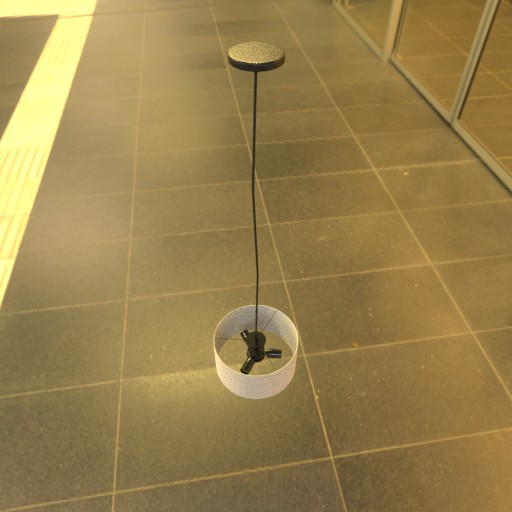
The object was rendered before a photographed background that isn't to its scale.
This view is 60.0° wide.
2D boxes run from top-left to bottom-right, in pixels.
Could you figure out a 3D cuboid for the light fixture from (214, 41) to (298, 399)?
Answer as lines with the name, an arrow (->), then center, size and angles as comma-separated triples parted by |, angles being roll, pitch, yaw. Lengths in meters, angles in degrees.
light fixture -> 0.000, 0.000, 1.697 | 0.399, 1.516, 0.399 | 0, 45, 0
